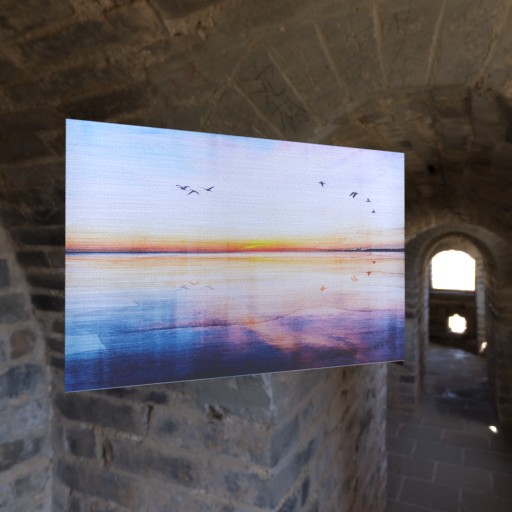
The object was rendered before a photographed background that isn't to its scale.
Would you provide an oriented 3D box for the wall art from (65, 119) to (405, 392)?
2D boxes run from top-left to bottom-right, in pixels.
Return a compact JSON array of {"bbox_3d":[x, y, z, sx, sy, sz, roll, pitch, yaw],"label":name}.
[{"bbox_3d":[0.000,0.000,1.153,0.911,0.605,0.037,0,-1,-20],"label":"wall art"}]
